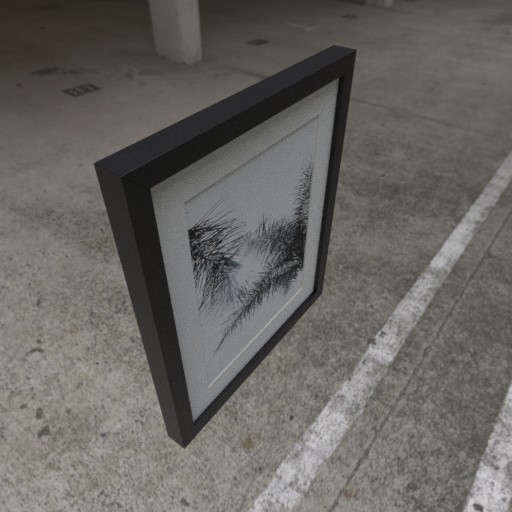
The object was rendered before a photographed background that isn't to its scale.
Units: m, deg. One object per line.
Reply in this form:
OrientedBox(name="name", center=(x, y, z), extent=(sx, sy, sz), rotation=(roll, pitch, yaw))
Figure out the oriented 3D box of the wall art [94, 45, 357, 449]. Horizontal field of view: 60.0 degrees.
OrientedBox(name="wall art", center=(0.000, 0.000, 0.514), extent=(0.028, 0.380, 0.325), rotation=(27, 48, 27))
